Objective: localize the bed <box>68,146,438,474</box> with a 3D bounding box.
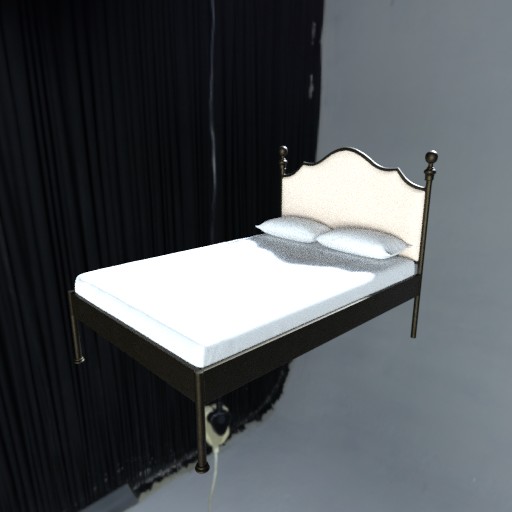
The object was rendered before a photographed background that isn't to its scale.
[{"bbox_3d":[0.000,0.000,3.154,2.170,1.462,1.533,-14,21,-42],"label":"bed"}]
